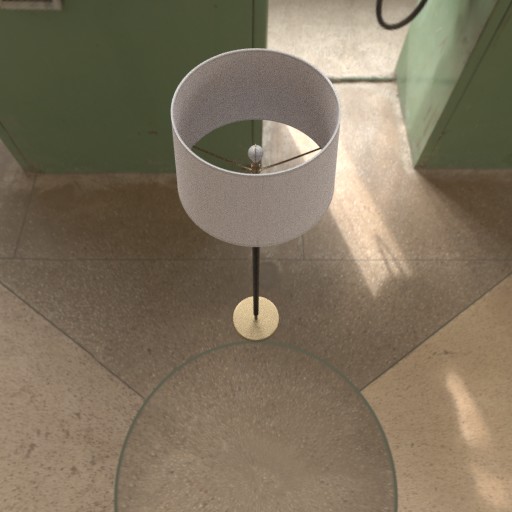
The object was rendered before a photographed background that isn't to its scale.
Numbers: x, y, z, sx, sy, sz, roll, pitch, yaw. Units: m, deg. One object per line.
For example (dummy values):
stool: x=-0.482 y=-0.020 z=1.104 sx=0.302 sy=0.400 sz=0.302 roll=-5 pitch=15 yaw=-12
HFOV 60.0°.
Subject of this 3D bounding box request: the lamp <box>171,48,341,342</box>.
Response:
lamp: x=0.000 y=0.000 z=1.608 sx=0.420 sy=1.447 sz=0.420 roll=0 pitch=63 yaw=0
